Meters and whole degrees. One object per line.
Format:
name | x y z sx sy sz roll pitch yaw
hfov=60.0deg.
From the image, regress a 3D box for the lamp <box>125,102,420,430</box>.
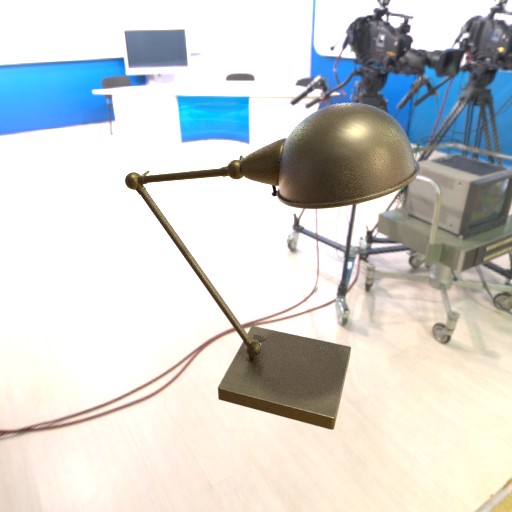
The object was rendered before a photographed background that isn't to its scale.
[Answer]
lamp | 0.000 0.000 0.544 0.339 0.371 0.149 9 31 16
